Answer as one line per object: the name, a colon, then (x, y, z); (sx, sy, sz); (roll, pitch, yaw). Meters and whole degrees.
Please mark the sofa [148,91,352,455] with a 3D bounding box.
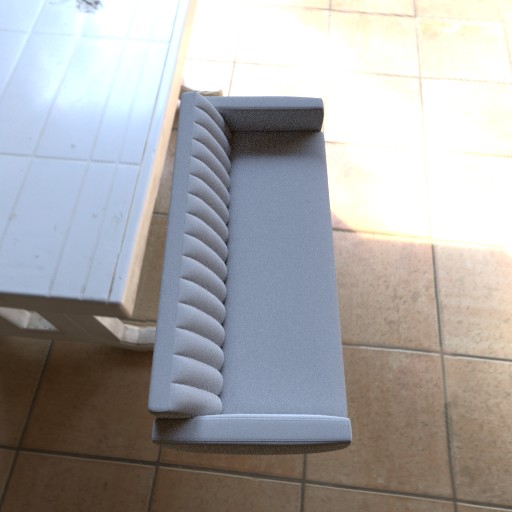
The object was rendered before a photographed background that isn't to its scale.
sofa: (0.000, 0.000, 2.798); (0.990, 0.821, 2.291); (0, 64, 0)
